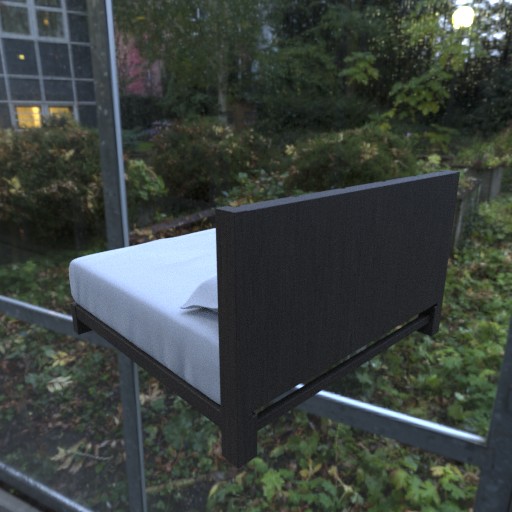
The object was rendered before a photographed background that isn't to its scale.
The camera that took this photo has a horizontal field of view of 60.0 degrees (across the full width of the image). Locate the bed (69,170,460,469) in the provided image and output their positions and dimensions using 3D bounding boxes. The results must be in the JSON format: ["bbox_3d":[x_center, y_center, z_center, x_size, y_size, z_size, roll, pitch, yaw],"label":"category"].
[{"bbox_3d":[0.000,0.000,3.368,2.134,1.270,2.012,-16,23,-41],"label":"bed"}]
